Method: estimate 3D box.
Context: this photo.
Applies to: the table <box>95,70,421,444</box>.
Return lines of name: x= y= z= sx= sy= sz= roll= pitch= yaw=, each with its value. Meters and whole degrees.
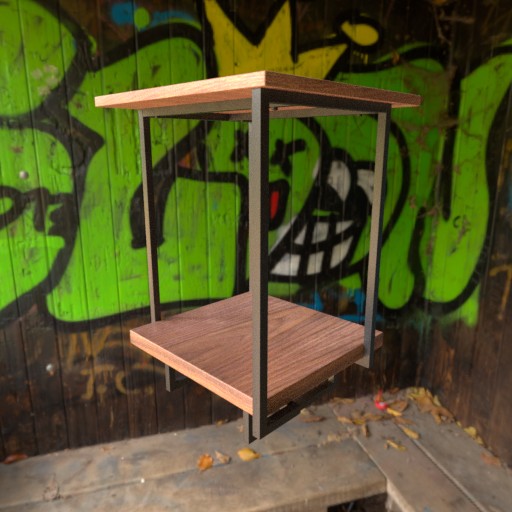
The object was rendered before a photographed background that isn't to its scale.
table: x=0.000 y=0.000 z=0.832 sx=0.411 sy=0.567 sz=0.384 roll=14 pitch=20 yaw=43
